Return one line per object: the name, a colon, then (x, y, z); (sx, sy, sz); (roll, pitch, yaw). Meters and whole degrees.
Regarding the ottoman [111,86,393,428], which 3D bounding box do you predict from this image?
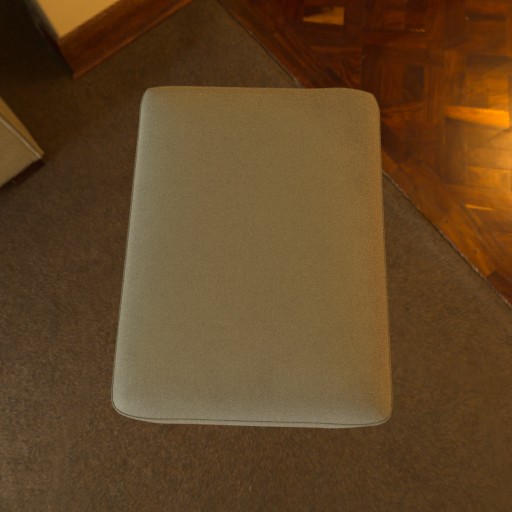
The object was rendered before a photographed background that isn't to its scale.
ottoman: (0.000, 0.000, 1.164); (0.608, 0.449, 0.811); (2, 76, 0)
